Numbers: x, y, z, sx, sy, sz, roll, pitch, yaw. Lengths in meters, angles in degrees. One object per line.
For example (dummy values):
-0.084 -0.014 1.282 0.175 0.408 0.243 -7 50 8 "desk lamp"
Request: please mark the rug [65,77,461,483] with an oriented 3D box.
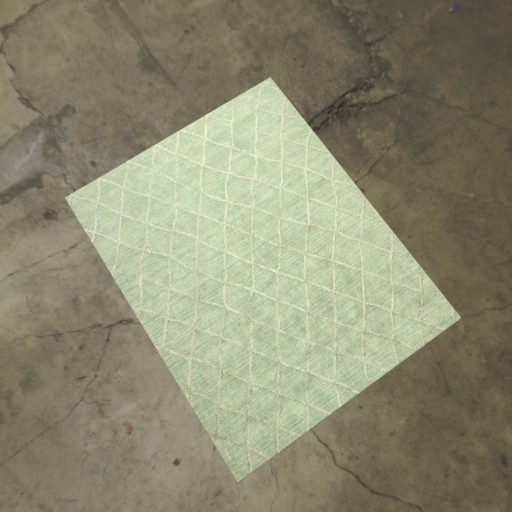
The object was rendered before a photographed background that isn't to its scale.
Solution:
0.000 0.000 4.148 2.420 0.019 3.039 -33 78 -8 "rug"
